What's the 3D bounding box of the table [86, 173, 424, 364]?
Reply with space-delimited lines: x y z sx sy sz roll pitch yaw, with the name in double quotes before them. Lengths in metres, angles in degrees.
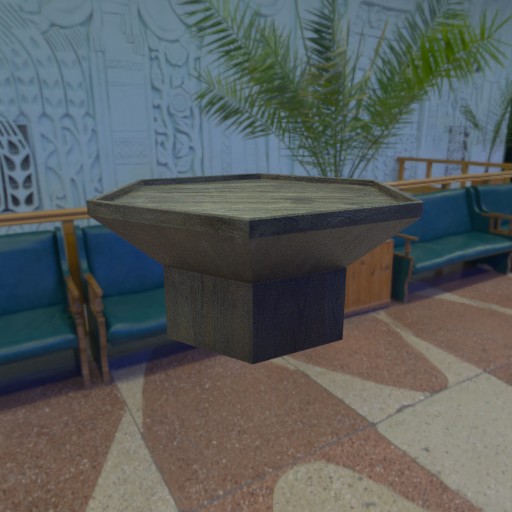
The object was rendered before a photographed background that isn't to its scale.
"table" 0.000 0.000 1.602 1.115 0.488 0.966 -8 18 -27
